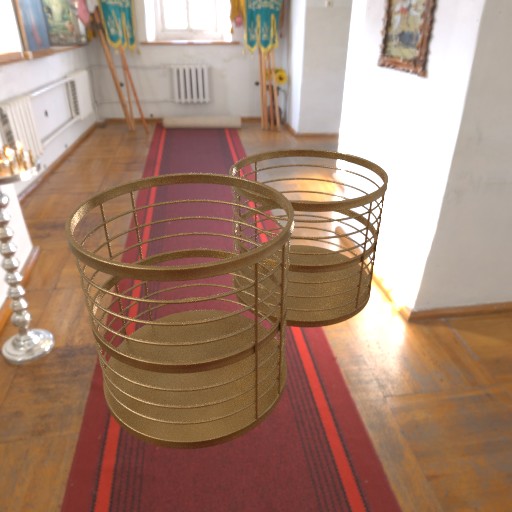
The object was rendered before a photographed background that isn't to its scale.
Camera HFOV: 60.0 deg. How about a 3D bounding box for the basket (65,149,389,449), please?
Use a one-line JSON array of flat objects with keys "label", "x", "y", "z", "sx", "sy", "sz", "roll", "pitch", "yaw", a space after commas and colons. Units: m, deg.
[{"label": "basket", "x": 0.000, "y": 0.000, "z": 0.933, "sx": 0.356, "sy": 0.351, "sz": 0.746, "roll": 21, "pitch": 36, "yaw": 31}]
